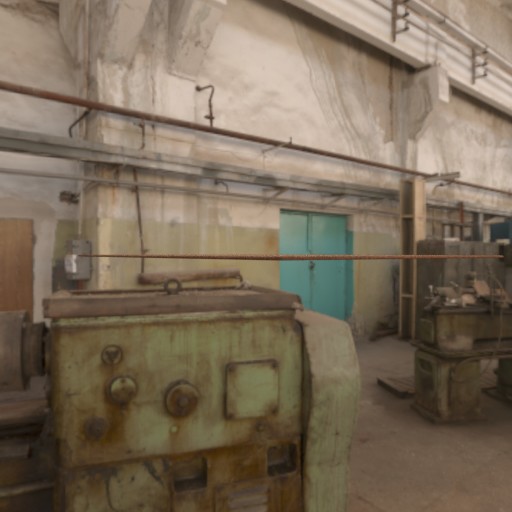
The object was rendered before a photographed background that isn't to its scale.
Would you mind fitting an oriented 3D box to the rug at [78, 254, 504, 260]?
[{"bbox_3d":[0.000,0.000,2.212,1.219,0.010,1.829,0,0,-37],"label":"rug"}]
